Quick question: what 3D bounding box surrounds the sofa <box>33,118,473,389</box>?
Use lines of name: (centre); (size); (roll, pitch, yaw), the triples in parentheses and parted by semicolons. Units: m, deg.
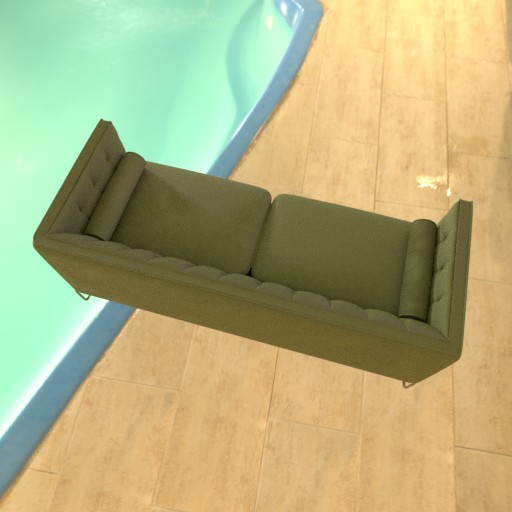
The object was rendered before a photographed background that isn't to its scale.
sofa: (0.000, 0.000, 2.528); (2.087, 0.789, 0.867); (14, 65, 7)
